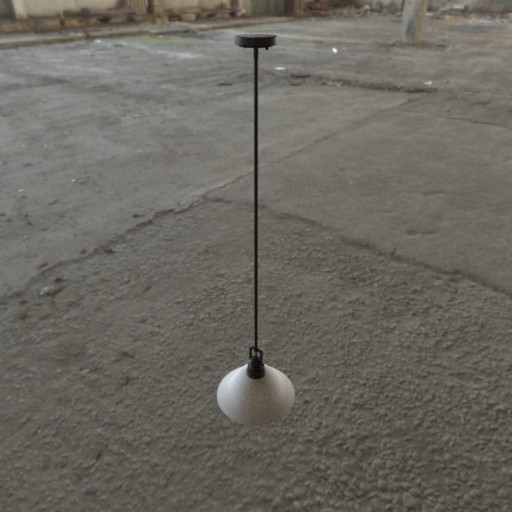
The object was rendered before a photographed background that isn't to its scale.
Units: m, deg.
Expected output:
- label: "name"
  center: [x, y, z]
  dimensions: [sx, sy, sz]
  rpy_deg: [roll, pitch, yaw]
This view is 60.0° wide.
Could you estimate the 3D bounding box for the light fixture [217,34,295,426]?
- label: "light fixture"
  center: [0.000, 0.000, 1.498]
  dimensions: [0.324, 1.337, 0.324]
  rpy_deg: [22, 37, 31]
